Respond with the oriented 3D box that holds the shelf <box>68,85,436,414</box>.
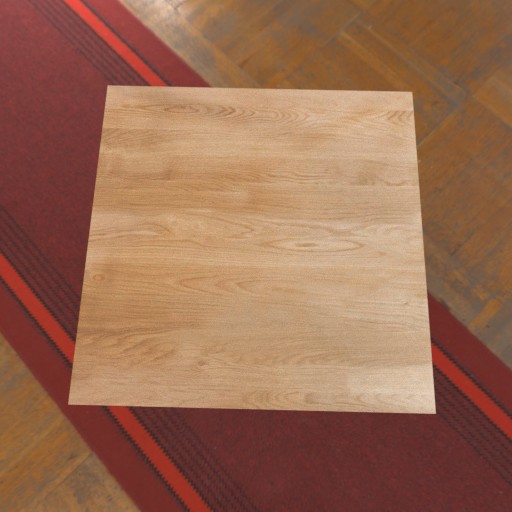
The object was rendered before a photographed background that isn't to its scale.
[{"bbox_3d":[0.000,0.000,1.428,0.899,0.480,0.899,1,75,0],"label":"shelf"}]
